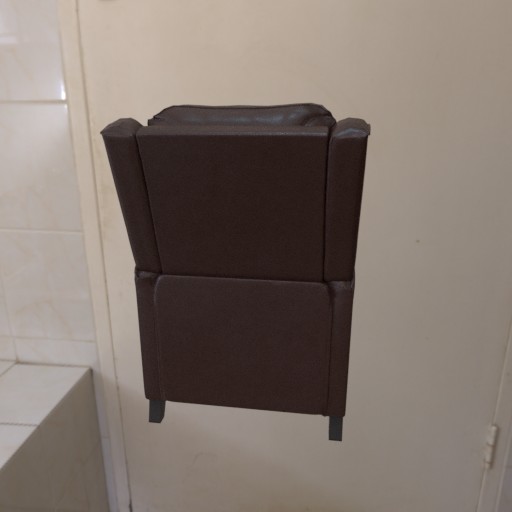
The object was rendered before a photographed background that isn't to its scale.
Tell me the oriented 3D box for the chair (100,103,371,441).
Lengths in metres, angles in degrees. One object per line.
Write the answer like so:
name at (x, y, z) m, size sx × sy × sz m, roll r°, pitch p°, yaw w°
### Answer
chair at (0.000, 0.000, 1.767) m, size 0.770 × 1.132 × 0.982 m, roll 2°, pitch 17°, yaw 8°
